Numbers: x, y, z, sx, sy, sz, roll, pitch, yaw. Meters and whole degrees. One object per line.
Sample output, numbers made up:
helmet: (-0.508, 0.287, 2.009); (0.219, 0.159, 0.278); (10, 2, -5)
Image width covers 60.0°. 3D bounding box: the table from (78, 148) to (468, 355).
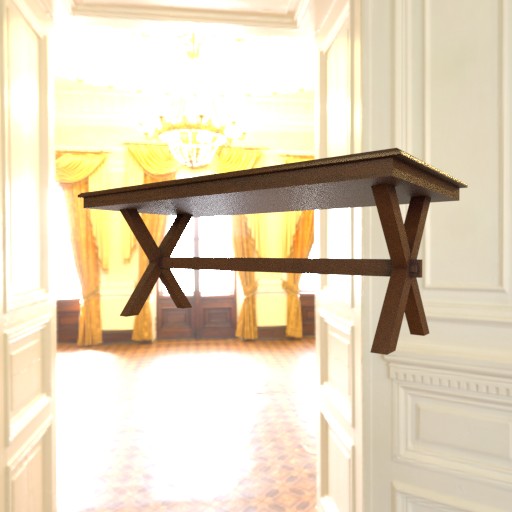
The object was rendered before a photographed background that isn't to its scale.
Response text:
table: (0.000, 0.000, 1.505); (1.197, 0.459, 0.594); (0, 1, 37)
